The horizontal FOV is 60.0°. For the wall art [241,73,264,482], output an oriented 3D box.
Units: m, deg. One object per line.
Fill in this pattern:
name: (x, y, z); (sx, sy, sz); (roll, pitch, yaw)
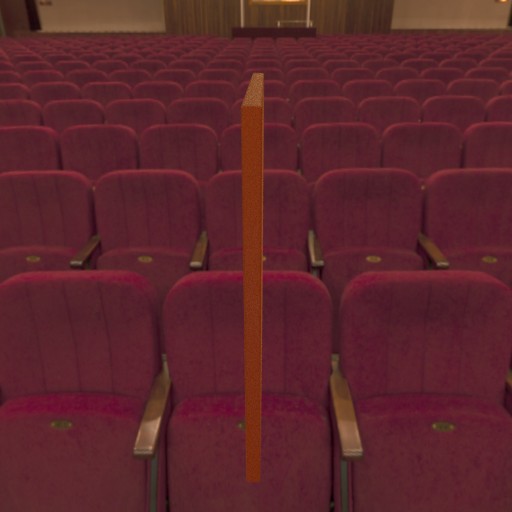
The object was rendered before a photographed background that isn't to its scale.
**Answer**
wall art: (0.000, 0.000, 0.522); (0.015, 0.379, 0.310); (0, 26, 1)
